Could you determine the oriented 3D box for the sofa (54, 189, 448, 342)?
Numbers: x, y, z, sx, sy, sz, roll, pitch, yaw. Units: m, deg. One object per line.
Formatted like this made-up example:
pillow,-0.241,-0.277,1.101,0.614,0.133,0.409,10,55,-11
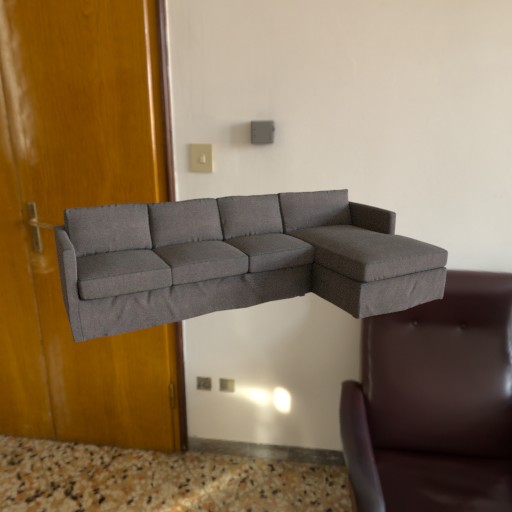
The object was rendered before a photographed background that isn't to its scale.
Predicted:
sofa,0.000,0.000,3.993,3.205,0.922,1.650,-8,18,-26
